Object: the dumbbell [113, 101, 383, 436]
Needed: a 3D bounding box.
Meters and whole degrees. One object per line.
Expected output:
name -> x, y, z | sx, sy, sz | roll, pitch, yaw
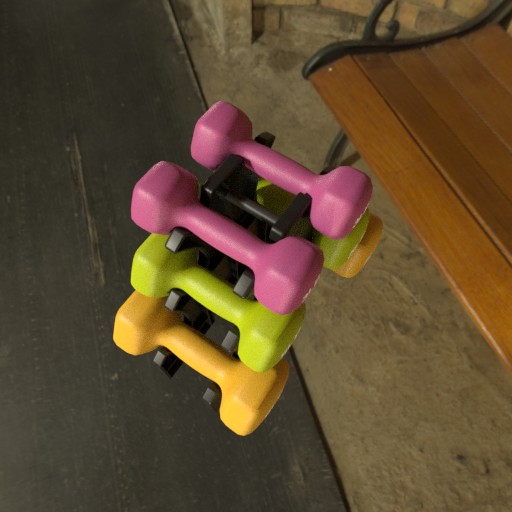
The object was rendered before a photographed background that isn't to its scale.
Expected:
dumbbell -> 0.000, 0.000, 0.460 | 0.190, 0.271, 0.300 | 32, 68, 15
